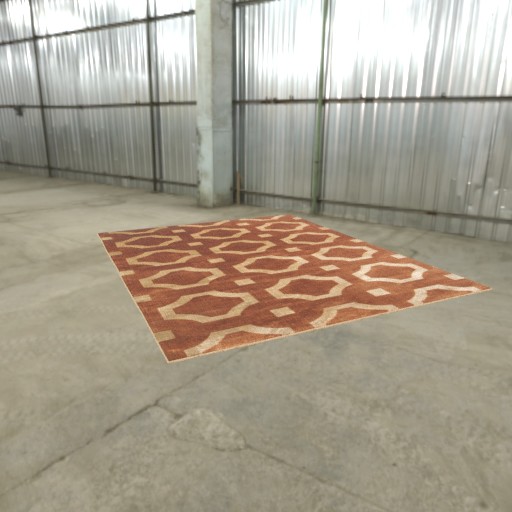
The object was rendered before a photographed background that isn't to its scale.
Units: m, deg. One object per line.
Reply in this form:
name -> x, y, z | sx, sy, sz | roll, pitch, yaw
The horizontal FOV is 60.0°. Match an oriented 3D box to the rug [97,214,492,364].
rug -> 0.000, 0.000, 4.118 | 2.466, 0.021, 3.049 | -8, 19, -24
